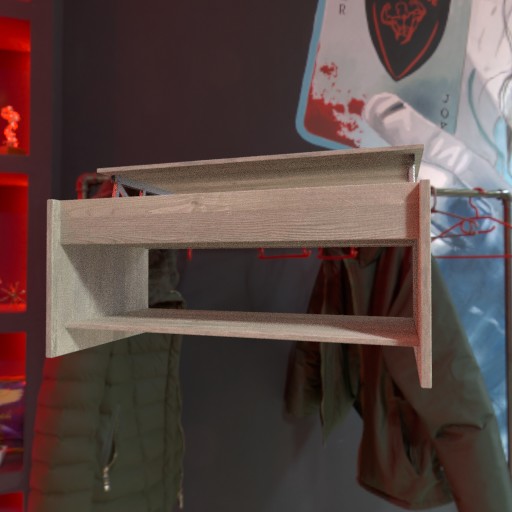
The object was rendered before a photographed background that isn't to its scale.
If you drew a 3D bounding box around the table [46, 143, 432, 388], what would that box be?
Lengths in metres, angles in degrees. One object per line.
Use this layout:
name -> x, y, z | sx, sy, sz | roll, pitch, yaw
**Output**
table -> 0.000, 0.000, 1.422 | 1.000, 0.570, 0.712 | 0, -1, 18
